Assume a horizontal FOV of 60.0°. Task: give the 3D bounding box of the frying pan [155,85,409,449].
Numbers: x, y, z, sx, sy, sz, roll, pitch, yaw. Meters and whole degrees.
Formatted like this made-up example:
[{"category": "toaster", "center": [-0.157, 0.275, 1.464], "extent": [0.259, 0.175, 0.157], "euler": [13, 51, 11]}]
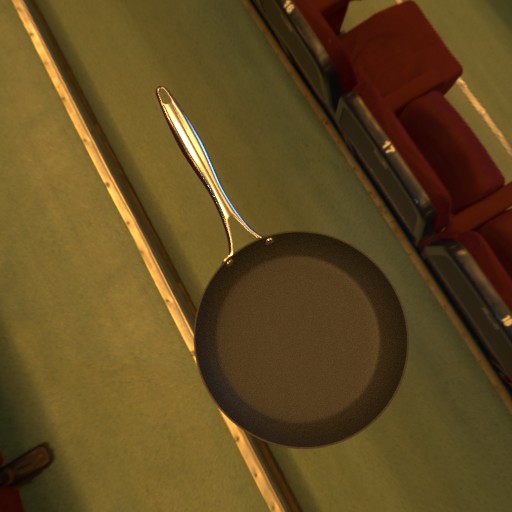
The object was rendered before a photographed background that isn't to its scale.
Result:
[{"category": "frying pan", "center": [0.000, 0.000, 0.547], "extent": [0.255, 0.105, 0.472], "euler": [-29, 78, -7]}]
